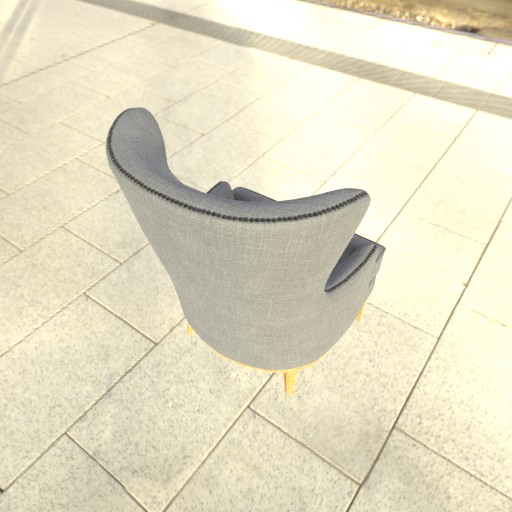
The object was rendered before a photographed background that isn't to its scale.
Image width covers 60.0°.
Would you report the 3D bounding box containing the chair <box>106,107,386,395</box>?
[{"bbox_3d":[0.000,0.000,1.797,0.864,1.176,0.883,26,51,23],"label":"chair"}]
